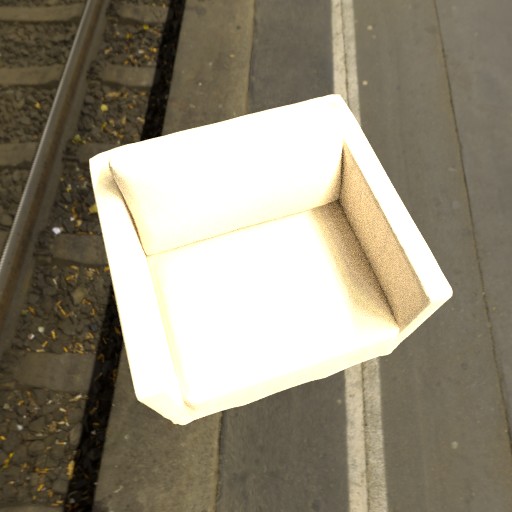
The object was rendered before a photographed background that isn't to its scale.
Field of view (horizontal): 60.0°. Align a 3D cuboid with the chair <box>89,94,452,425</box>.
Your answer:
[{"bbox_3d":[0.000,0.000,1.763,1.057,0.851,0.947,-17,65,-8],"label":"chair"}]
